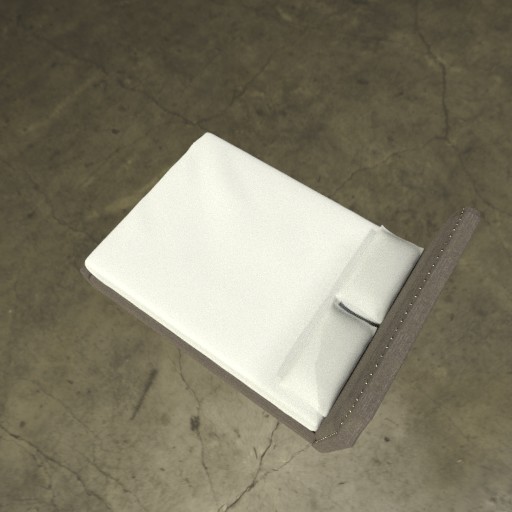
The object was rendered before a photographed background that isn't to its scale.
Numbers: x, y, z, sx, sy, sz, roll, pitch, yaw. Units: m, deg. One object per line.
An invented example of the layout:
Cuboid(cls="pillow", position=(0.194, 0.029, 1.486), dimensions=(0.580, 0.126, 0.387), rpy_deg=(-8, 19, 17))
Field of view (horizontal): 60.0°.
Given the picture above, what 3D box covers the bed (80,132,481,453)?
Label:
Cuboid(cls="bed", position=(0.000, 0.000, 3.406), dimensions=(2.381, 1.457, 1.713), rpy_deg=(32, 68, 14))
